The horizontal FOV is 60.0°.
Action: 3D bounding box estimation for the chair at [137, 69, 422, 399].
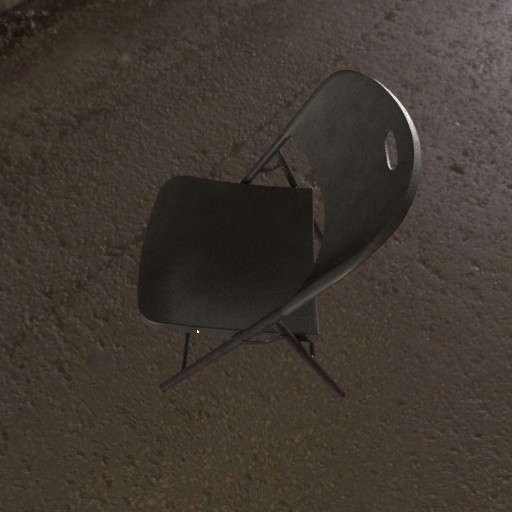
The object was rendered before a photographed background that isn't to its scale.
[{"bbox_3d":[0.000,0.000,1.109,0.566,0.810,0.494,2,58,1],"label":"chair"}]
